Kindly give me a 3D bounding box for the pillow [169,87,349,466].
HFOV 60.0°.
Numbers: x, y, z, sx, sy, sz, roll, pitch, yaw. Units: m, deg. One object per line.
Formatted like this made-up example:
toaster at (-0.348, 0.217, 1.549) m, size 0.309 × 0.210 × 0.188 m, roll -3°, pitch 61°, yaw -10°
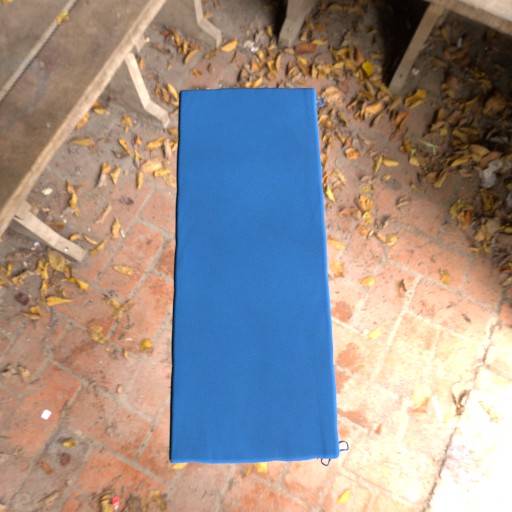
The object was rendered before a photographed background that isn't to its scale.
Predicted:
pillow at (0.000, 0.000, 1.347) m, size 0.492 × 0.081 × 1.187 m, roll -1°, pitch 75°, yaw 0°
